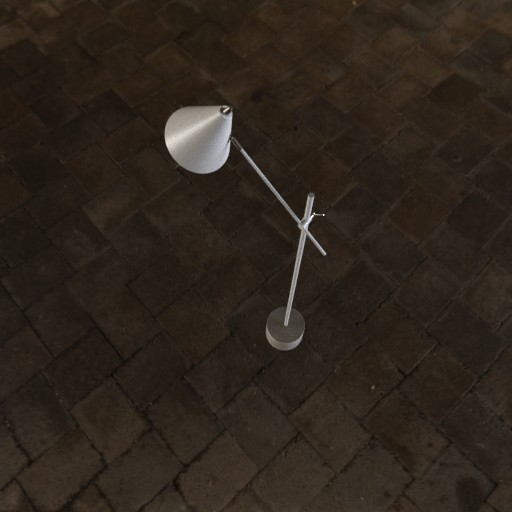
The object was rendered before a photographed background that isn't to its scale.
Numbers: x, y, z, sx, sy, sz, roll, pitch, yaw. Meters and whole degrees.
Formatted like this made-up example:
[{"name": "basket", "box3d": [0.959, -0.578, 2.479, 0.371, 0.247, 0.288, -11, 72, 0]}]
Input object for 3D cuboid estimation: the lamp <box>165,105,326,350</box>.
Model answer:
[{"name": "lamp", "box3d": [0.000, 0.000, 1.638, 0.508, 1.430, 0.223, 32, 68, 15]}]
